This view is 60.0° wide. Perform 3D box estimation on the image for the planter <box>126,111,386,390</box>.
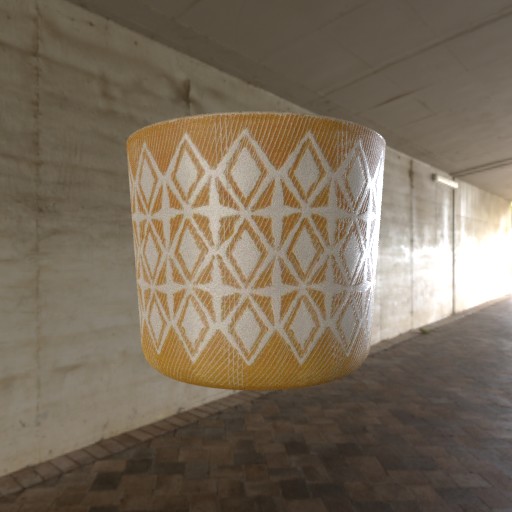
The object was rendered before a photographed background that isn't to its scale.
[{"bbox_3d":[0.000,0.000,0.345,0.193,0.165,0.193,0,1,0],"label":"planter"}]
